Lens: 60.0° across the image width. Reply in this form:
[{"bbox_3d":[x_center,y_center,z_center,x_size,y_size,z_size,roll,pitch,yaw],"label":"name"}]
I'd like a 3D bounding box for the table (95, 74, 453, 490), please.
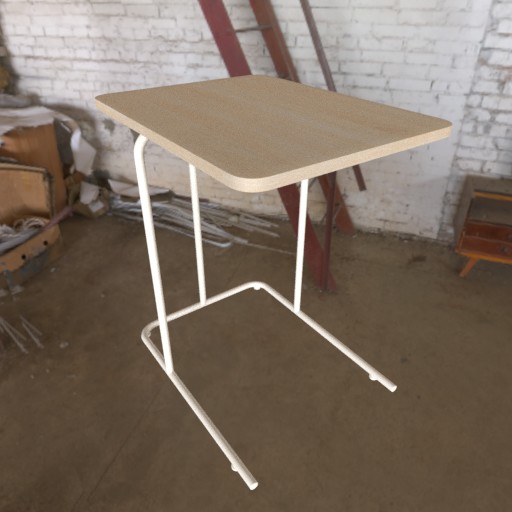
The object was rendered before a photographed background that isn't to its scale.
[{"bbox_3d":[0.000,0.000,0.845,0.370,0.550,0.480,-21,38,-30],"label":"table"}]
